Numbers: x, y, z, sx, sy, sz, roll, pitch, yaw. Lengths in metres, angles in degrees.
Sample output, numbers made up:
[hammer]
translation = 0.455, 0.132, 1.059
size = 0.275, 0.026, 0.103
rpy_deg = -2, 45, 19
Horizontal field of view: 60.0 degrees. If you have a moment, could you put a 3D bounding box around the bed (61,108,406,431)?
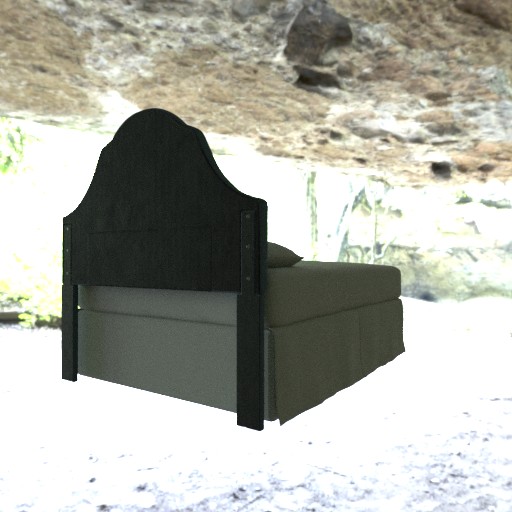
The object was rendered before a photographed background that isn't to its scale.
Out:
[bed]
translation = 0.000, 0.000, 3.274
size = 1.636, 1.575, 2.155
rpy_deg = 0, -1, 34
